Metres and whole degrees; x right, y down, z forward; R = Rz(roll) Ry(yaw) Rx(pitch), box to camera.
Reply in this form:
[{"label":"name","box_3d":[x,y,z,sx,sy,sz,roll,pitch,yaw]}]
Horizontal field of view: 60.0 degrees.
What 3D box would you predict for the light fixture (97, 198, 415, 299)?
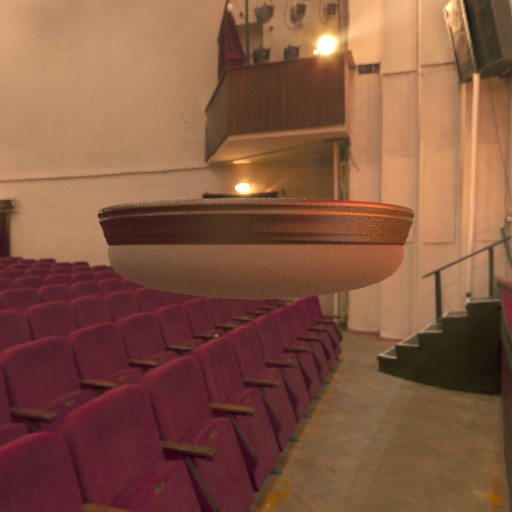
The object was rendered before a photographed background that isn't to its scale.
[{"label":"light fixture","box_3d":[0.000,0.000,0.546,0.368,0.100,0.368,0,1,0]}]
